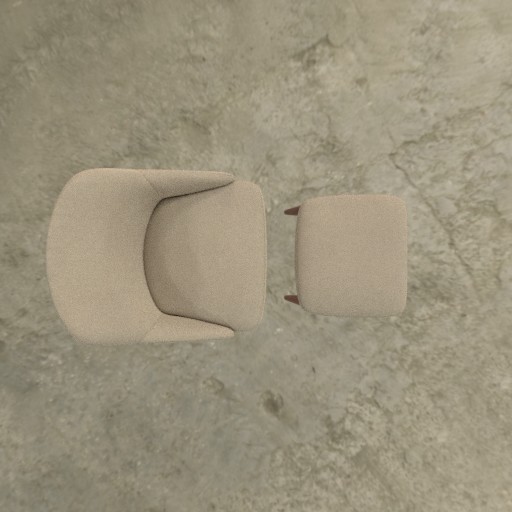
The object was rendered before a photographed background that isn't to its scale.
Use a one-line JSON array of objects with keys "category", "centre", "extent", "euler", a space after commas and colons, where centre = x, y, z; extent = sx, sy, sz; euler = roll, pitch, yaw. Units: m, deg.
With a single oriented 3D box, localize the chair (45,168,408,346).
[{"category": "chair", "centre": [0.000, 0.000, 1.596], "extent": [1.114, 0.866, 0.584], "euler": [0, 91, 0]}]
